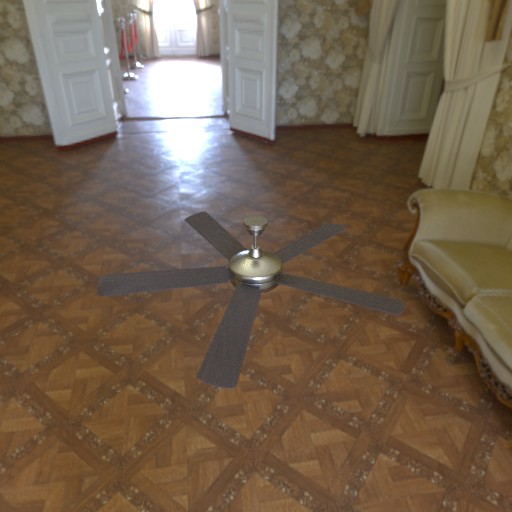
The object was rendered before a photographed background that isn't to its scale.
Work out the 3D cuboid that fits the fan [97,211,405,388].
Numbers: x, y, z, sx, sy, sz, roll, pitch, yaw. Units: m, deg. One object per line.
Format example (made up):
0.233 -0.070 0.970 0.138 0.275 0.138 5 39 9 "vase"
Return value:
0.000 0.000 2.013 1.321 0.356 1.321 20 36 29 "fan"
